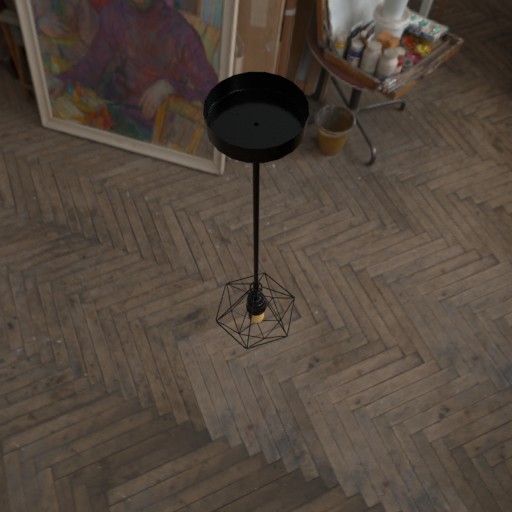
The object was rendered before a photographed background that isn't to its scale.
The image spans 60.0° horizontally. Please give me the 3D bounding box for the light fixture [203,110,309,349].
[{"bbox_3d":[0.000,0.000,2.010,0.487,1.764,0.431,-15,63,-8],"label":"light fixture"}]
